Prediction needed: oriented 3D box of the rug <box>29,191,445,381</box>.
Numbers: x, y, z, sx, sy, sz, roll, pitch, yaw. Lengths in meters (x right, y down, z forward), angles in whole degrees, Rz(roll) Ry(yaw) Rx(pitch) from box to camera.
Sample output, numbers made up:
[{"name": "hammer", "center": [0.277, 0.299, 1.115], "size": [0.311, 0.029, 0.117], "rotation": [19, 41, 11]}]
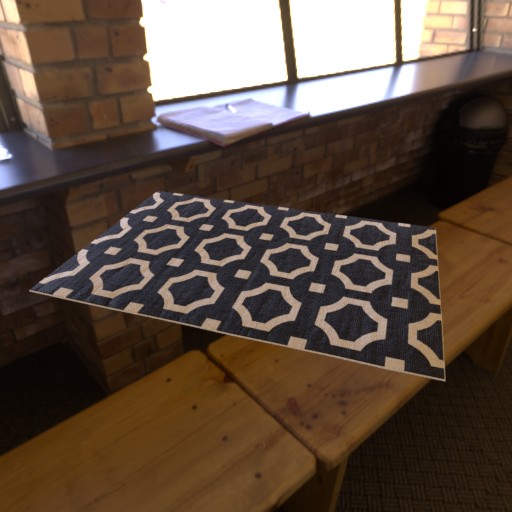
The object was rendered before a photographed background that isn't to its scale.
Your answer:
[{"name": "rug", "center": [0.000, 0.000, 2.922], "size": [2.286, 0.016, 1.555], "rotation": [9, 32, 15]}]
